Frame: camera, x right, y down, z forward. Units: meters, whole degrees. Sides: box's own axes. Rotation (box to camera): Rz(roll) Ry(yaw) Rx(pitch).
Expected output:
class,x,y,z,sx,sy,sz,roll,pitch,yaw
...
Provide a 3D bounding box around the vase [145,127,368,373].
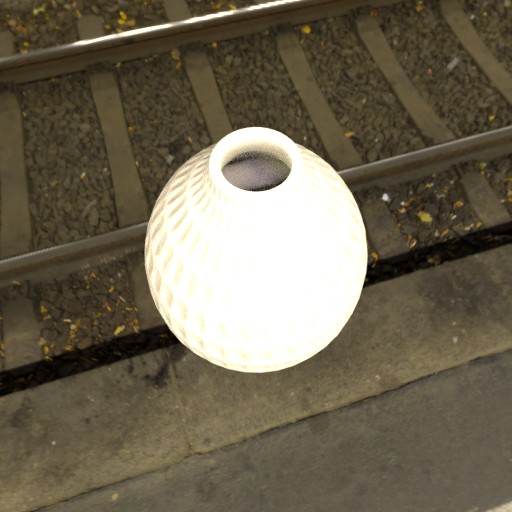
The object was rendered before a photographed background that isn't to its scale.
class,x,y,z,sx,sy,sz,roll,pitch,yaw
vase,0.000,0.000,0.331,0.162,0.223,0.162,0,63,0
